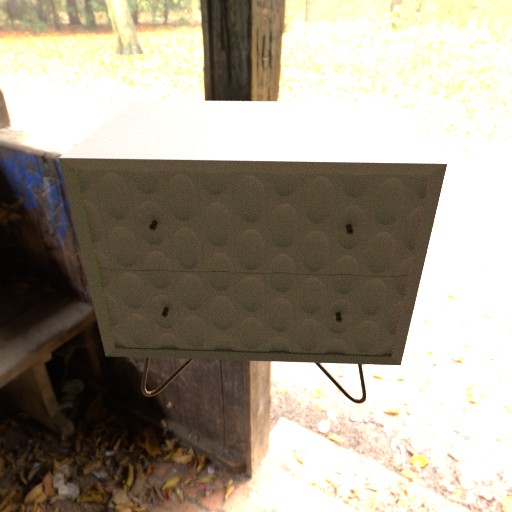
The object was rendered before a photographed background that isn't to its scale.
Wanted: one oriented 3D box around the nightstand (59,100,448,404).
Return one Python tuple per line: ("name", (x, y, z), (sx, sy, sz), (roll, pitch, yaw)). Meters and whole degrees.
("nightstand", (0.000, 0.000, 1.034), (0.614, 0.604, 0.447), (1, 31, 2))
